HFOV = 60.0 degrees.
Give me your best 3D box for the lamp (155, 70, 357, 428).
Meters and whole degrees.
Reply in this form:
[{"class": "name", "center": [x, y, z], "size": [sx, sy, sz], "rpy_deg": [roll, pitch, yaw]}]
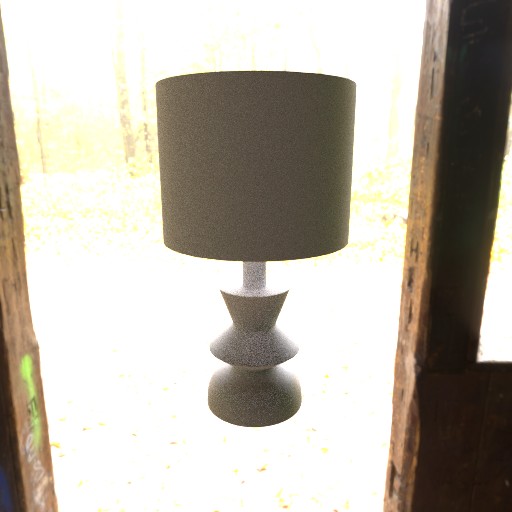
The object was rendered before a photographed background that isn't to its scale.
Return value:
[{"class": "lamp", "center": [0.000, 0.000, 0.740], "size": [0.301, 0.533, 0.301], "rpy_deg": [-7, 16, -27]}]
